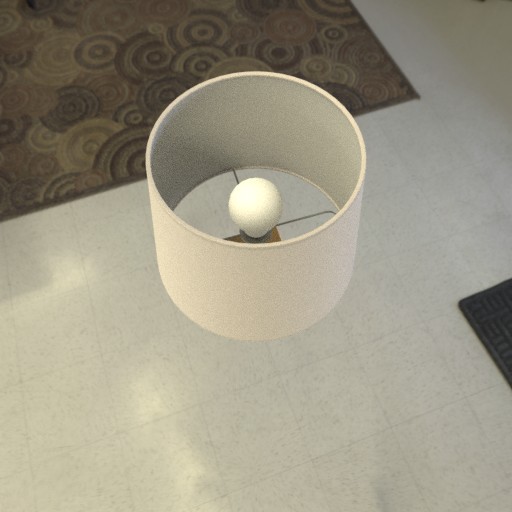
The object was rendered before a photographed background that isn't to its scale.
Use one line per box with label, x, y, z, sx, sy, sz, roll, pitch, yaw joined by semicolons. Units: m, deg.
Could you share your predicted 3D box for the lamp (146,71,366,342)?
lamp;0.000;0.000;0.595;0.251;0.435;0.251;0;64;0
